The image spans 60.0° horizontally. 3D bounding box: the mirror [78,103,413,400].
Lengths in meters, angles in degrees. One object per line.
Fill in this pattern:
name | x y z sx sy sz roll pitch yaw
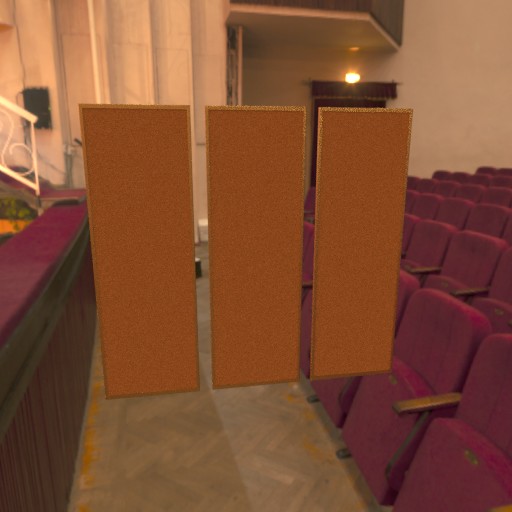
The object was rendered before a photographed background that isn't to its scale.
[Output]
mirror | 0.000 0.000 1.445 1.011 0.926 0.023 -3 14 -10
